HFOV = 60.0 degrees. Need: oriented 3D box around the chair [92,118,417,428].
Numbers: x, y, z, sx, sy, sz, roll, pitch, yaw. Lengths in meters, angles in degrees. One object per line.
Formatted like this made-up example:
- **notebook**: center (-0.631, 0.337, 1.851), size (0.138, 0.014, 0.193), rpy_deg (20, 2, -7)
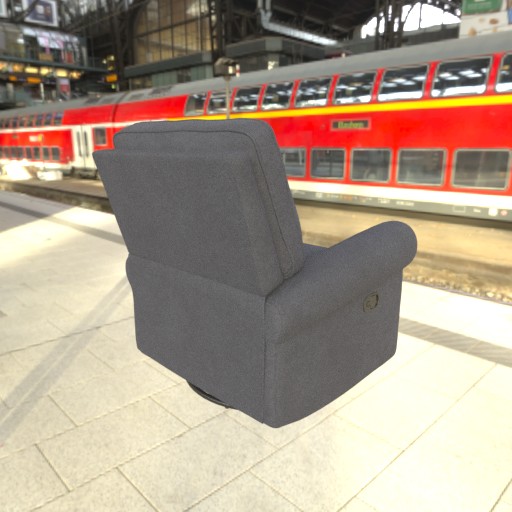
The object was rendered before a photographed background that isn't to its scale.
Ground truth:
- **chair**: center (0.000, 0.000, 1.661), size (0.890, 0.961, 0.878), rpy_deg (14, 20, 43)
